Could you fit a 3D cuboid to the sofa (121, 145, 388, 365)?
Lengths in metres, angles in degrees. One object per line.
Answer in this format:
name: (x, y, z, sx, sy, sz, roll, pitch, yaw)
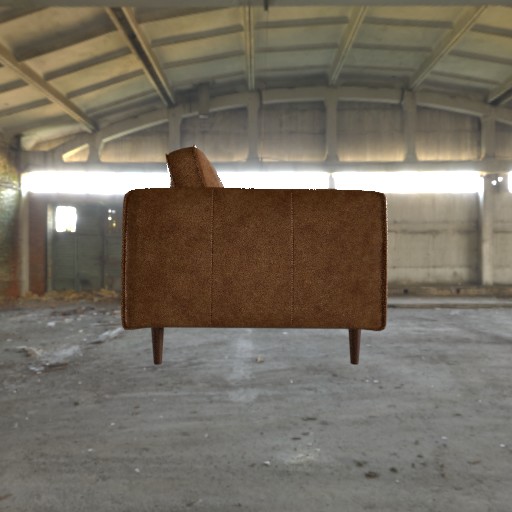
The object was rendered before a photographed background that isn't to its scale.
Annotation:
sofa: (0.000, 0.000, 2.447, 0.924, 0.825, 1.920, 0, -1, 0)
